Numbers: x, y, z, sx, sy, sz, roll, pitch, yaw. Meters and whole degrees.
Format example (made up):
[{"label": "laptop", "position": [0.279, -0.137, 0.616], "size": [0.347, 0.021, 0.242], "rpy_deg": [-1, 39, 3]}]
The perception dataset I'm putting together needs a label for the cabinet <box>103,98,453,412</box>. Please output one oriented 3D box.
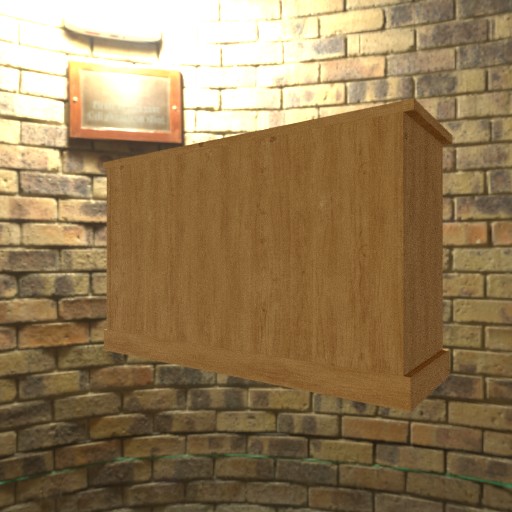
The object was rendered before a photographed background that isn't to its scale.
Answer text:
[{"label": "cabinet", "position": [0.000, 0.000, 1.704], "size": [1.321, 0.810, 0.432], "rpy_deg": [0, 0, 36]}]
